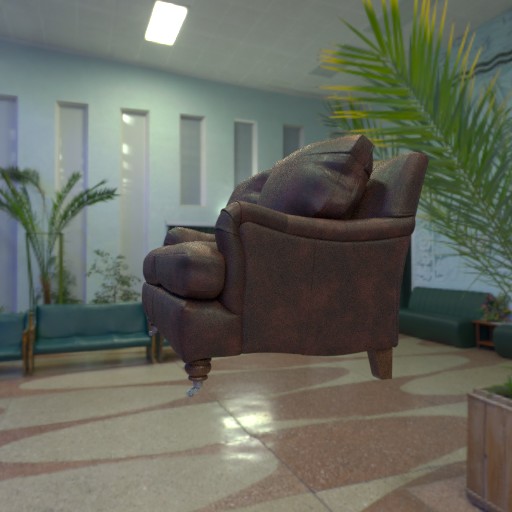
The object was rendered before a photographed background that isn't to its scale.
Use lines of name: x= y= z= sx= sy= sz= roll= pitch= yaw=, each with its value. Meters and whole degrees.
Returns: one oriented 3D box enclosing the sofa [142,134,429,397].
sofa: x=0.000 y=0.000 z=2.503 sx=1.148 sy=1.070 sz=1.628 roll=0 pitch=0 yaw=-19
